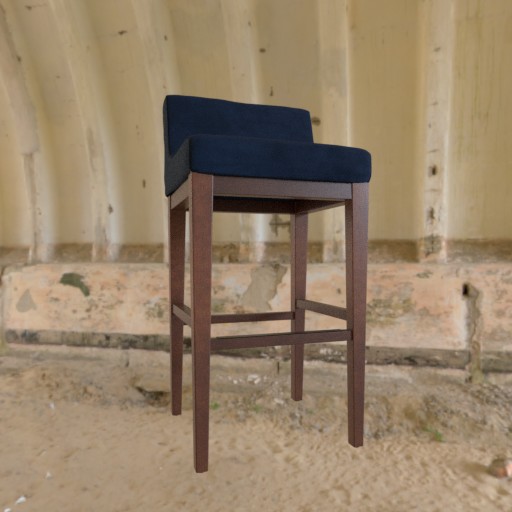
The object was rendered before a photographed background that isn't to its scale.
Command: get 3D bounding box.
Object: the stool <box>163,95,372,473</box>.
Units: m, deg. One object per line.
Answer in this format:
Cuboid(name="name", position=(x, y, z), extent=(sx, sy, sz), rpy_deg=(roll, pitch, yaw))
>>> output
Cuboid(name="stool", position=(0.000, 0.000, 1.335), extent=(0.511, 1.037, 0.500), rpy_deg=(0, 1, -19))
